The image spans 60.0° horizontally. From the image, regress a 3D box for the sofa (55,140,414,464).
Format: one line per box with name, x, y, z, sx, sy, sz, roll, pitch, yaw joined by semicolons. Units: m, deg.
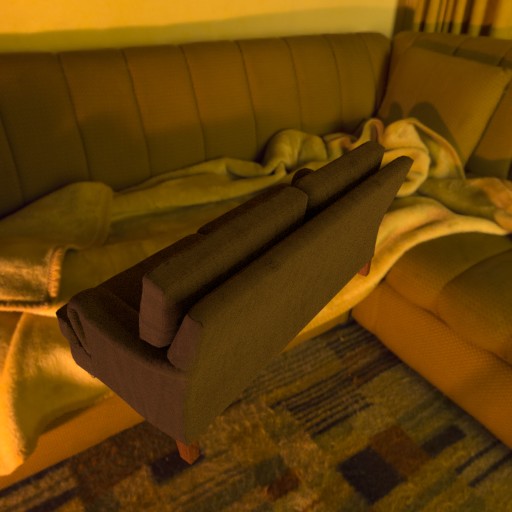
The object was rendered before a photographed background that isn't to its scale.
sofa;0.000;0.000;2.744;1.086;1.087;2.165;22;38;30
